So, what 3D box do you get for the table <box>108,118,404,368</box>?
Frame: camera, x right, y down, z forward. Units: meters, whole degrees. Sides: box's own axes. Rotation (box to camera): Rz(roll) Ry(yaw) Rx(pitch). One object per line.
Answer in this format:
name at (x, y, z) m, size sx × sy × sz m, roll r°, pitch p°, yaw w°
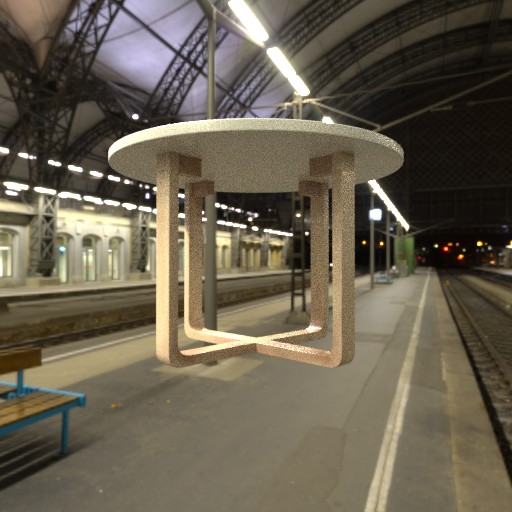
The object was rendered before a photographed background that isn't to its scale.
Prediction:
table at (0.000, 0.000, 0.948) m, size 0.600 × 0.400 × 0.600 m, roll 0°, pitch -1°, yaw 0°
